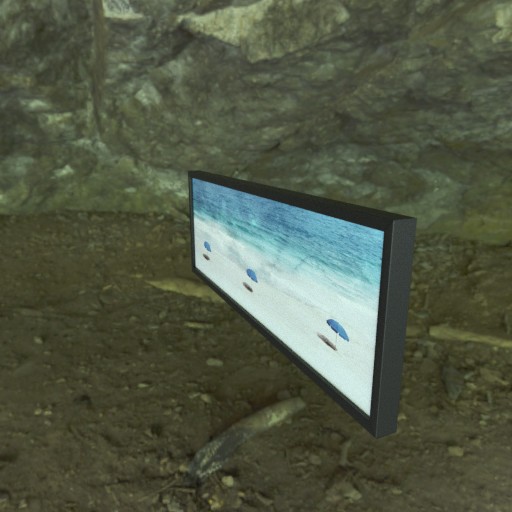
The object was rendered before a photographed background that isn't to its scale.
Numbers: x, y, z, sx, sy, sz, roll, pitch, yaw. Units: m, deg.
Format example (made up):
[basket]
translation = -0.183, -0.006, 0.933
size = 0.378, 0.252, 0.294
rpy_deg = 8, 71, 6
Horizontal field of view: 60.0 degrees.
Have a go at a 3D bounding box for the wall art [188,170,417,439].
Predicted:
[wall art]
translation = 0.000, 0.000, 0.950
size = 0.037, 0.303, 0.860
rpy_deg = -7, 17, -24
